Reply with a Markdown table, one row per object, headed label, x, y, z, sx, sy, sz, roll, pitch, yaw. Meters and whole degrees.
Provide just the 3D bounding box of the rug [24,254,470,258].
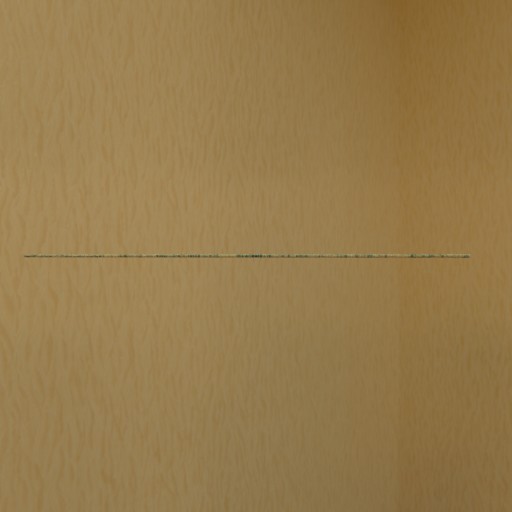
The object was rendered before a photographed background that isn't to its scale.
| label | x | y | z | sx | sy | sz | roll | pitch | yaw |
| --- | --- | --- | --- | --- | --- | --- | --- | --- | --- |
| rug | 0.000 | 0.000 | 2.991 | 2.439 | 0.015 | 1.524 | 0 | 0 | 19 |
